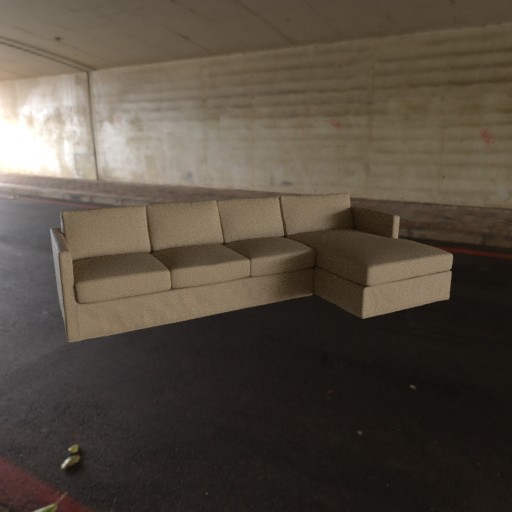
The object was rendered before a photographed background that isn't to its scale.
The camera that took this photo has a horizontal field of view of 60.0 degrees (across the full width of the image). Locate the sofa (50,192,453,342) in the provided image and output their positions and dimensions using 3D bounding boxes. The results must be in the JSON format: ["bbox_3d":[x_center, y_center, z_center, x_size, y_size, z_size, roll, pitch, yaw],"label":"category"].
[{"bbox_3d":[0.000,0.000,3.915,3.206,0.871,1.622,-8,17,-26],"label":"sofa"}]
